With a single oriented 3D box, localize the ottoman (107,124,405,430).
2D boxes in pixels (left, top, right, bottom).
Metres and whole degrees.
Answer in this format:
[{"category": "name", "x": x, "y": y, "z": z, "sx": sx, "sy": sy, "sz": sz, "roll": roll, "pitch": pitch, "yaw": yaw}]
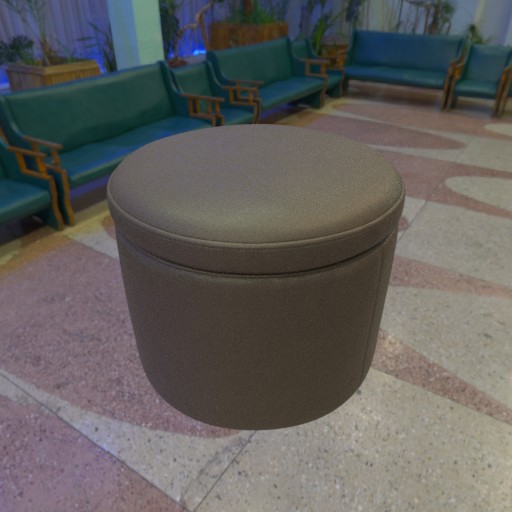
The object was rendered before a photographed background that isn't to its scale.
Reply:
[{"category": "ottoman", "x": 0.000, "y": 0.000, "z": 0.854, "sx": 0.500, "sy": 0.409, "sz": 0.500, "roll": 0, "pitch": 32, "yaw": 0}]
